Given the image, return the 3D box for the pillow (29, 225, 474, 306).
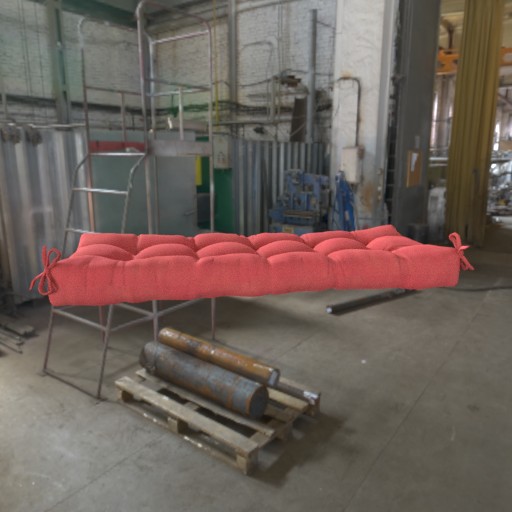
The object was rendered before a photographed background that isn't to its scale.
[{"bbox_3d":[0.000,0.000,1.346,1.194,0.174,0.511,-2,13,-9],"label":"pillow"}]
